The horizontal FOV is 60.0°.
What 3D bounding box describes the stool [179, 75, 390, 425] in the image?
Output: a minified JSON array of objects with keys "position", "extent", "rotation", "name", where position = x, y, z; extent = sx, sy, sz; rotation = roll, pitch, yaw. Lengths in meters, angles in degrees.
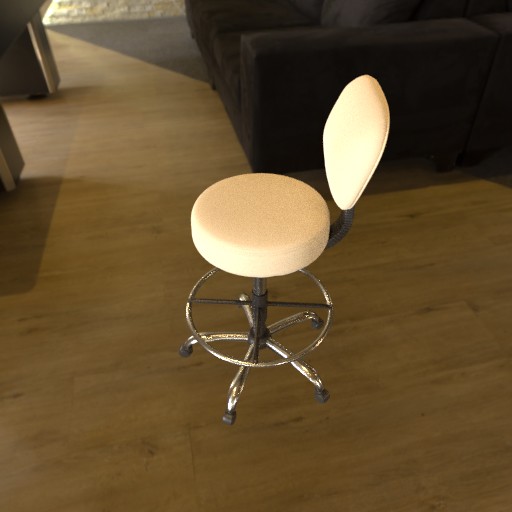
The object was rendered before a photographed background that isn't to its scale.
[{"position":[0.000,0.000,1.430],"extent":[0.616,1.080,0.609],"rotation":[2,41,3],"name":"stool"}]
